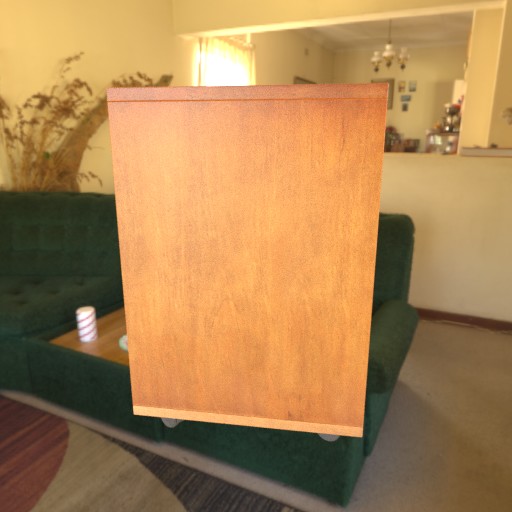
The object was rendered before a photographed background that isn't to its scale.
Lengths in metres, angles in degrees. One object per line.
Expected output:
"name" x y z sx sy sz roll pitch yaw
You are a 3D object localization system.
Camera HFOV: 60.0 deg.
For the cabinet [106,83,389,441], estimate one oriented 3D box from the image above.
"cabinet" 0.000 0.000 0.857 0.401 0.579 0.409 2 16 9
